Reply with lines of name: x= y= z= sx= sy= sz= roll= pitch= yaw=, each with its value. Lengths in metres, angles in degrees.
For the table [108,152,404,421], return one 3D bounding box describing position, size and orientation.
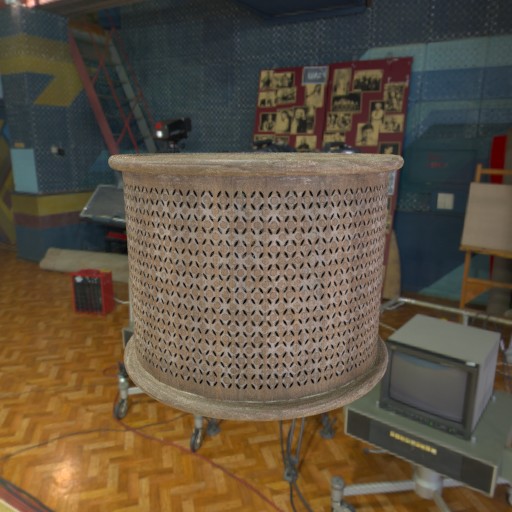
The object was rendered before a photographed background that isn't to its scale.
table: x=0.000 y=0.000 z=1.008 sx=0.607 sy=0.450 sz=0.607 roll=0 pitch=14 yaw=0
